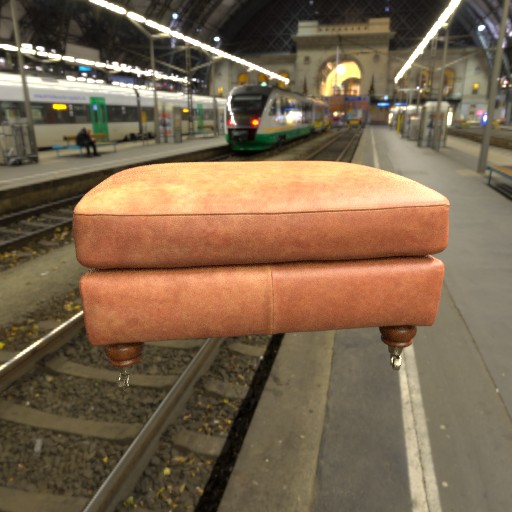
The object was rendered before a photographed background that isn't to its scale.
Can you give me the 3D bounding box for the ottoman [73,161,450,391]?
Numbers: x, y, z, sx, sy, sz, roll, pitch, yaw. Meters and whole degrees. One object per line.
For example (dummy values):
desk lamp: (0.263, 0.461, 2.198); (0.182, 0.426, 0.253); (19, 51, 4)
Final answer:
ottoman: (0.000, 0.000, 1.238); (0.852, 0.507, 0.565); (-2, 18, -7)
